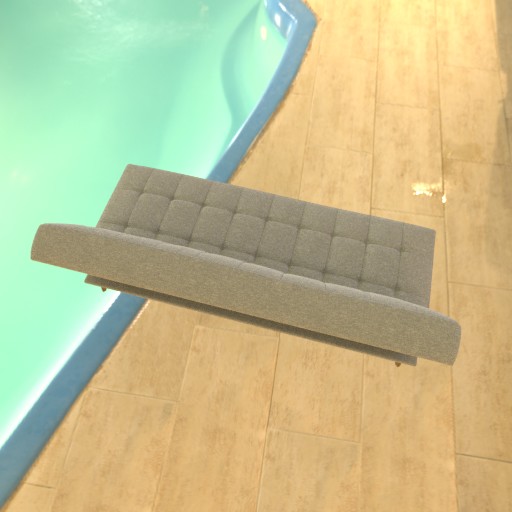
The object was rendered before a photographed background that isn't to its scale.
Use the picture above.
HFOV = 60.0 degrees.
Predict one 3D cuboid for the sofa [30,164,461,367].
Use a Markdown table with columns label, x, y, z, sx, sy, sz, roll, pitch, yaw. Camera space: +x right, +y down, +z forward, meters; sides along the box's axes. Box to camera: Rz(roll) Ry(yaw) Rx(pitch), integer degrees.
| label | x | y | z | sx | sy | sz | roll | pitch | yaw |
| --- | --- | --- | --- | --- | --- | --- | --- | --- | --- |
| sofa | 0.000 | 0.000 | 2.260 | 1.800 | 0.810 | 0.860 | 13 | 63 | 7 |
